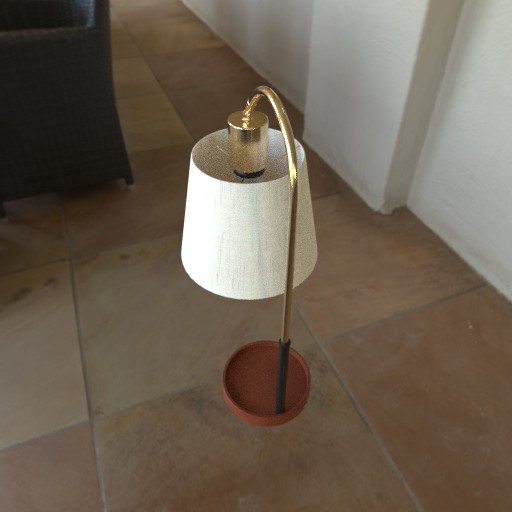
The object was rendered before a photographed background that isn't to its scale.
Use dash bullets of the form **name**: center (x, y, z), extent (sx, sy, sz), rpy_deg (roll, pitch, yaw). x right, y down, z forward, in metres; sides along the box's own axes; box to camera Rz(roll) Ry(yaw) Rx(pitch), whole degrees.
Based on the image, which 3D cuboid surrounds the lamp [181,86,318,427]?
- **lamp**: center (0.000, 0.000, 0.660), extent (0.211, 0.536, 0.273), rpy_deg (-13, 44, -14)
